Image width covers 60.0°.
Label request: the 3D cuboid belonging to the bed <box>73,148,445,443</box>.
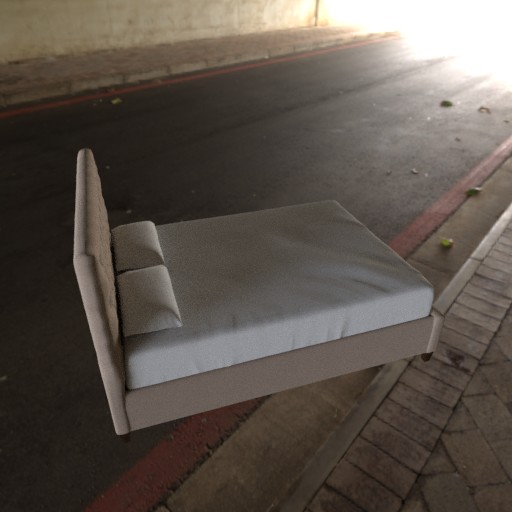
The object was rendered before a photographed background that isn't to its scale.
[{"bbox_3d":[0.000,0.000,3.443,2.387,1.427,1.698,-10,33,-15],"label":"bed"}]
